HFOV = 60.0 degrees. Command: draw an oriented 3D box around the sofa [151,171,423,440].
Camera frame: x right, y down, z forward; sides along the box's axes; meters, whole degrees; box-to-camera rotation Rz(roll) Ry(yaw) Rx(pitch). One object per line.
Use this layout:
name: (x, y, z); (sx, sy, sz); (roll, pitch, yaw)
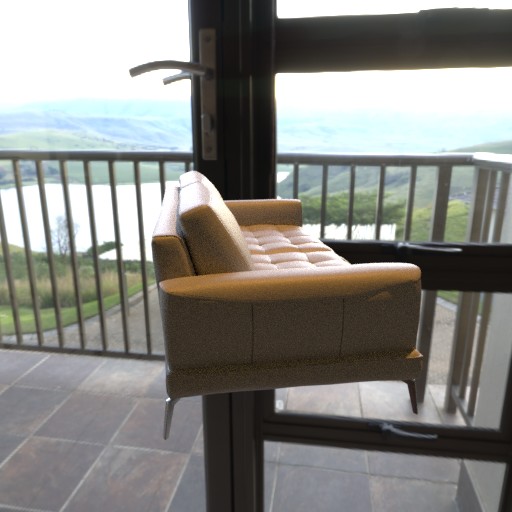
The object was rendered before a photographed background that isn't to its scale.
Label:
sofa: (0.000, 0.000, 2.743); (1.121, 0.930, 2.177); (-2, 16, -9)
